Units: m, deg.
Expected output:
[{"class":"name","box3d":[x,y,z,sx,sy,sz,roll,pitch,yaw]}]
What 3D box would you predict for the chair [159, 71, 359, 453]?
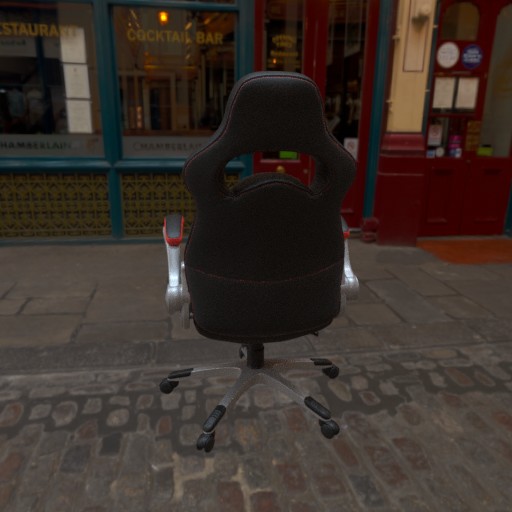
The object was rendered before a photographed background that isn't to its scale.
[{"class":"chair","box3d":[0.000,0.000,1.604,0.758,1.165,0.712,-3,16,-9]}]
